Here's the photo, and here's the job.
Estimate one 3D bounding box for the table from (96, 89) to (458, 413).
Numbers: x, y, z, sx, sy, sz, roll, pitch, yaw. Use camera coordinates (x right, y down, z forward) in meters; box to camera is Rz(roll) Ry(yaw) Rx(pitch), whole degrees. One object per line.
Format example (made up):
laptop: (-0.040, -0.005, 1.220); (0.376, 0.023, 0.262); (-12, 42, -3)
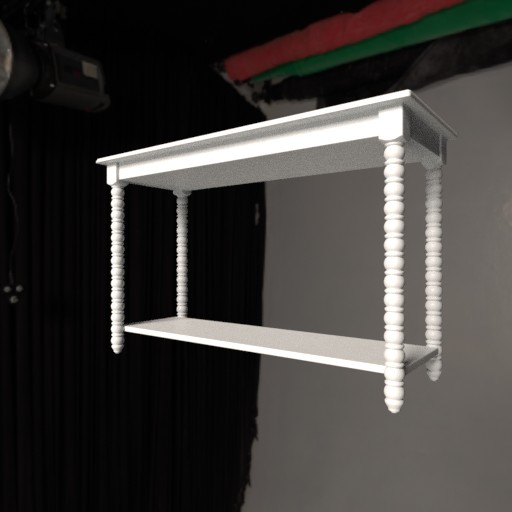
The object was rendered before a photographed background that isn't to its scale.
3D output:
table: (0.000, 0.000, 1.508); (1.184, 0.740, 0.459); (0, 0, 37)
